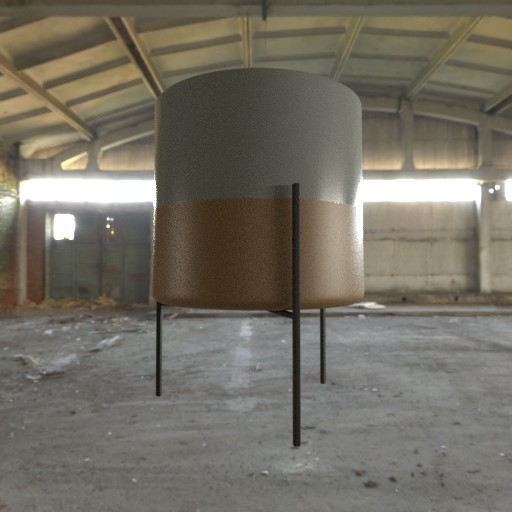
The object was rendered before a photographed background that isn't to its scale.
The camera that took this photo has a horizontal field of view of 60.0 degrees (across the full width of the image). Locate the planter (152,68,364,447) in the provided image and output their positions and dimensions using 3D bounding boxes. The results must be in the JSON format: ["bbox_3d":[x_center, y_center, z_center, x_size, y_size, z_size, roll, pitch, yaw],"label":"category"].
[{"bbox_3d":[0.000,0.000,0.651,0.310,0.432,0.310,0,-2,0],"label":"planter"}]
